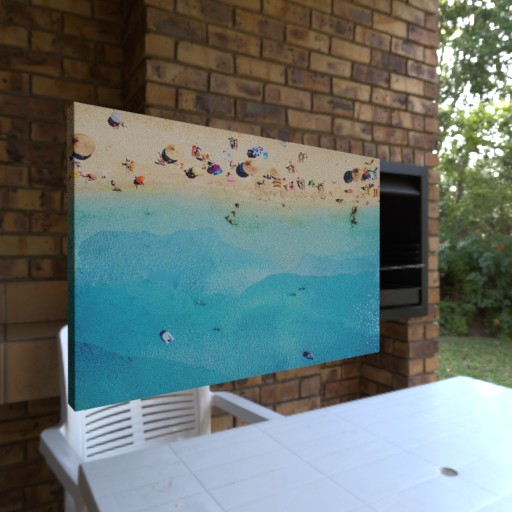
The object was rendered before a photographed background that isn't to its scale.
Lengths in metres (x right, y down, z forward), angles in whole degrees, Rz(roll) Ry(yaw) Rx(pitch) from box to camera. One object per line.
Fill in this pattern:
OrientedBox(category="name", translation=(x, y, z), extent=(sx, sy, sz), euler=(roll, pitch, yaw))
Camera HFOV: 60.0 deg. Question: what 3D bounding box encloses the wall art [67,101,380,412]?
OrientedBox(category="wall art", translation=(0.000, 0.000, 1.130), extent=(0.894, 0.595, 0.057), euler=(0, 1, -35))
